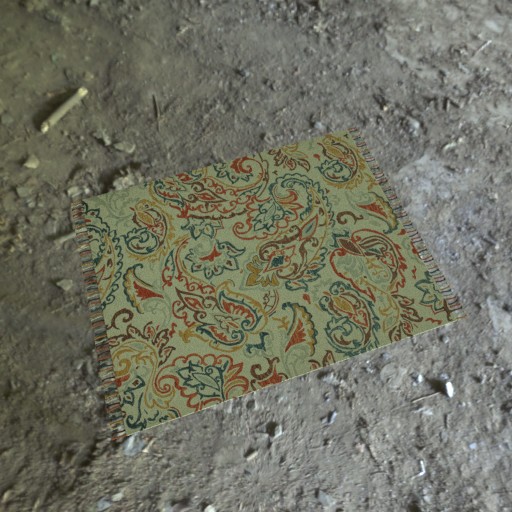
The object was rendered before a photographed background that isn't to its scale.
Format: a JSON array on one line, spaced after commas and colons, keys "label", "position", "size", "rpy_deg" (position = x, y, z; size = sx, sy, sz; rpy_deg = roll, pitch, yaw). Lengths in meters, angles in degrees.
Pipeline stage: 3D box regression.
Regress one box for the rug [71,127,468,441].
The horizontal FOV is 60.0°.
[{"label": "rug", "position": [0.000, 0.000, 4.349], "size": [3.274, 0.015, 2.439], "rpy_deg": [-17, 64, -9]}]
